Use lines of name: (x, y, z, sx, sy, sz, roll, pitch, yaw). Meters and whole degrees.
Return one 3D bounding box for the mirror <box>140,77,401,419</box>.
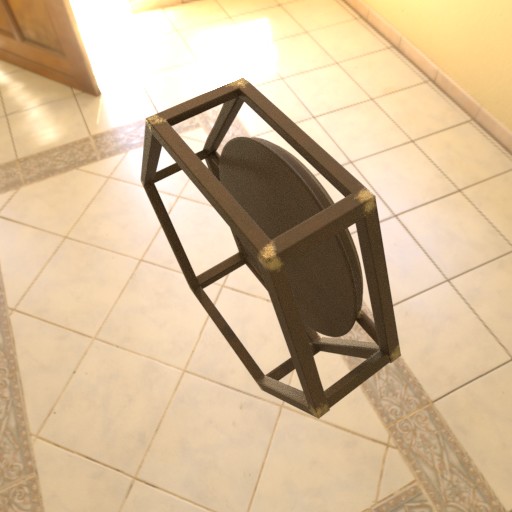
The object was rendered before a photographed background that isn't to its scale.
mirror: (0.000, 0.000, 0.535, 0.119, 0.334, 0.380, -30, 62, -18)
